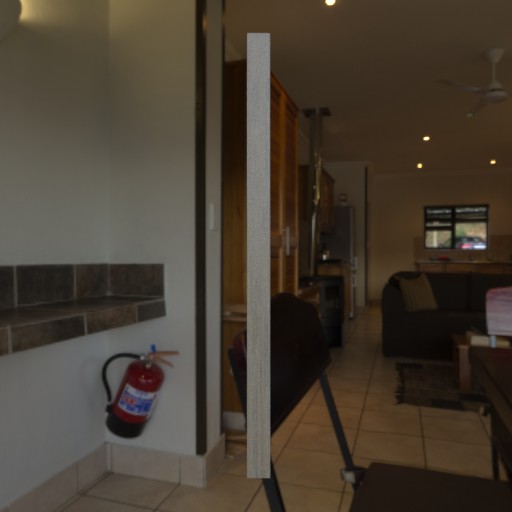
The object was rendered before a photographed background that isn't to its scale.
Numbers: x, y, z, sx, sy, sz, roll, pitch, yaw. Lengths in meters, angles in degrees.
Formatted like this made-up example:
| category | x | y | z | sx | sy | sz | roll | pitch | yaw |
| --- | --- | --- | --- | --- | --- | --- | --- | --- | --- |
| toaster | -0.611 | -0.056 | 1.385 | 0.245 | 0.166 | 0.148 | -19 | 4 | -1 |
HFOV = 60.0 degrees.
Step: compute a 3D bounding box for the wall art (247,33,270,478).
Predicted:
| category | x | y | z | sx | sy | sz | roll | pitch | yaw |
| --- | --- | --- | --- | --- | --- | --- | --- | --- | --- |
| wall art | 0.000 | 0.000 | 1.133 | 0.039 | 0.758 | 0.758 | 0 | 0 | -1 |
